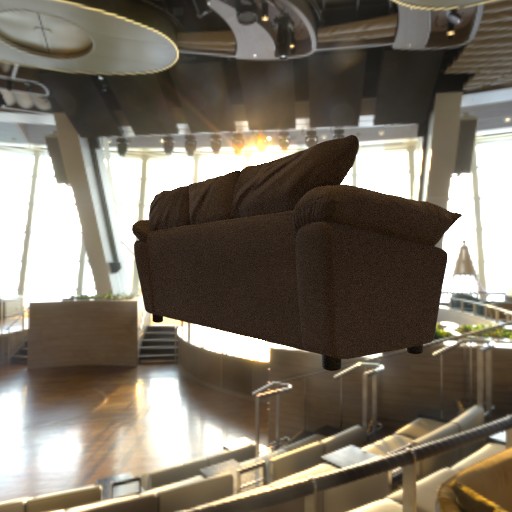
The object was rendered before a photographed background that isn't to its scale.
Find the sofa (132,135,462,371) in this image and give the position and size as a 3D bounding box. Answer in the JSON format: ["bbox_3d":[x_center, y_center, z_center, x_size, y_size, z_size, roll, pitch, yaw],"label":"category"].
[{"bbox_3d":[0.000,0.000,2.946,0.927,1.043,2.390,1,-1,-36],"label":"sofa"}]
